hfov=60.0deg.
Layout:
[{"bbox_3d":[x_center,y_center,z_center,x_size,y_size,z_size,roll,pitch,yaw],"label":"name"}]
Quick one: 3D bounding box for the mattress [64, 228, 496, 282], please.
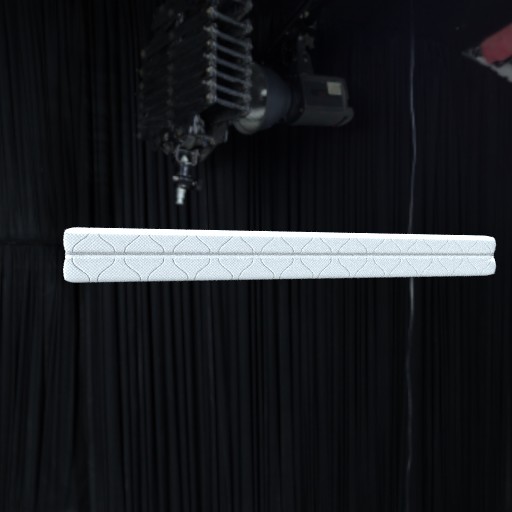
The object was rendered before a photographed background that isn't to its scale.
[{"bbox_3d":[0.000,0.000,2.653,2.000,0.200,1.600,0,0,-19],"label":"mattress"}]
